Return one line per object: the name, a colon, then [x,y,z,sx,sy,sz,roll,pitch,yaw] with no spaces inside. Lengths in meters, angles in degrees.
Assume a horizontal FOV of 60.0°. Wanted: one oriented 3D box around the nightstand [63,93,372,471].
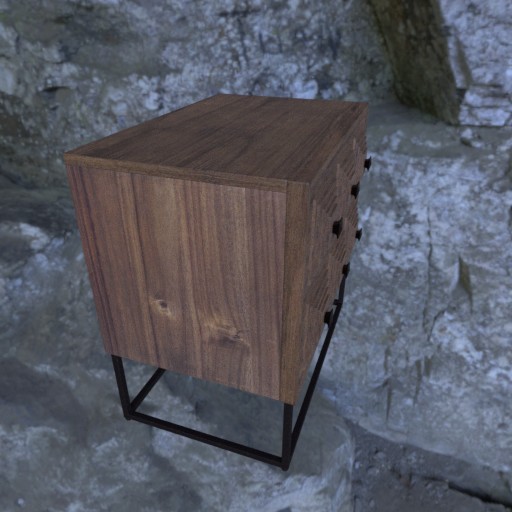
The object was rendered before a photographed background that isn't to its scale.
nightstand: [0.000,0.000,1.037,0.437,0.610,0.610,10,31,17]
